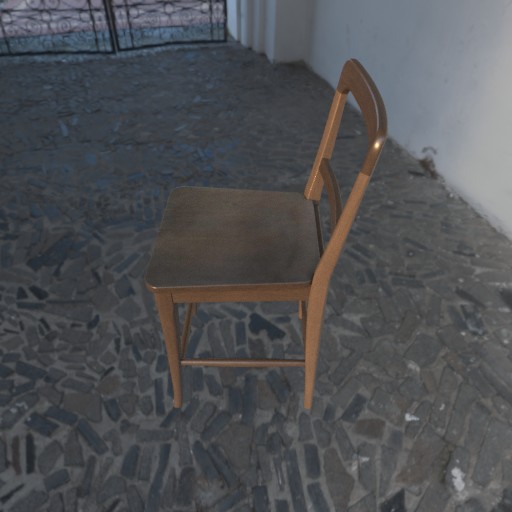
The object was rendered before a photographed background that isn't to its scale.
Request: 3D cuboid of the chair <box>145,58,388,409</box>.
[{"bbox_3d":[0.000,0.000,1.300,0.546,0.991,0.450,1,42,1],"label":"chair"}]
